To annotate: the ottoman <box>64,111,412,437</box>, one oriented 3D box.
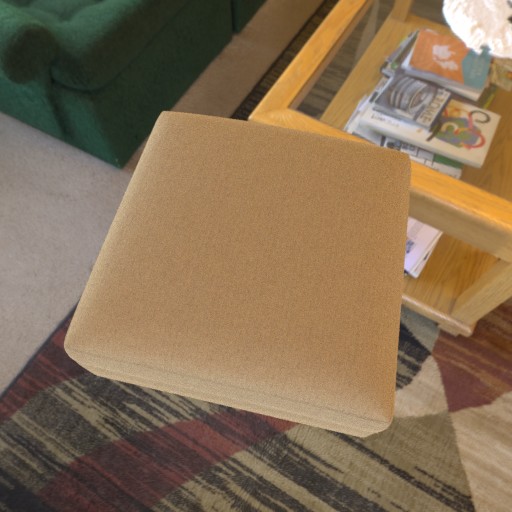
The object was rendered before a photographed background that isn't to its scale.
[{"bbox_3d":[0.000,0.000,1.633,1.041,0.470,1.041,11,64,6],"label":"ottoman"}]
